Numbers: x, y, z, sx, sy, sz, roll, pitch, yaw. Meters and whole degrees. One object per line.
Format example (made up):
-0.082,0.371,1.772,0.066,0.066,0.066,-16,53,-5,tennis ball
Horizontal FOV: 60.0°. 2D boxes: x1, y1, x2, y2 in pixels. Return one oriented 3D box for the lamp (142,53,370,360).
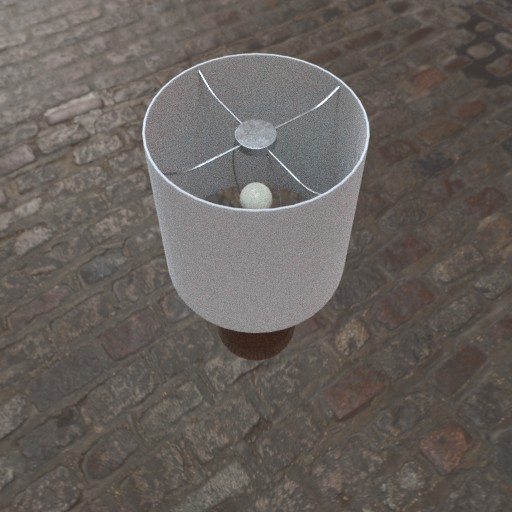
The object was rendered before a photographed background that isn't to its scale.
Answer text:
0.000,0.000,0.478,0.186,0.369,0.186,0,58,0,lamp
